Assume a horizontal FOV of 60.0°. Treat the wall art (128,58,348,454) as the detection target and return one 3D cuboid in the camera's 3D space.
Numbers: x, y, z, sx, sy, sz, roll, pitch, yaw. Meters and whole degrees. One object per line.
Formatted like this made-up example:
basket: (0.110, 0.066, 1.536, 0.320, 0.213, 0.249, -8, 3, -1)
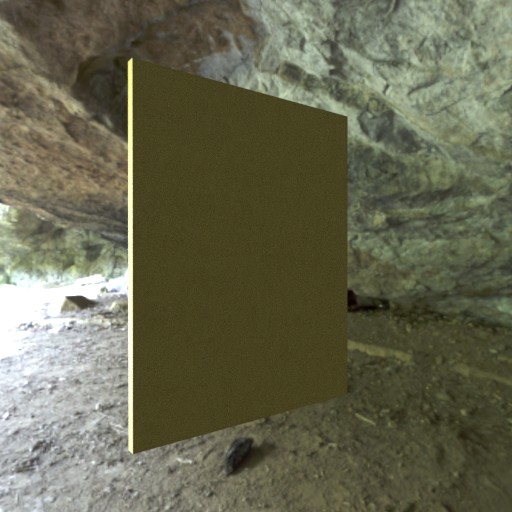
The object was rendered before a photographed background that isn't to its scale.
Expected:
wall art: (0.000, 0.000, 1.369, 0.798, 1.002, 0.030, 0, 0, -37)
